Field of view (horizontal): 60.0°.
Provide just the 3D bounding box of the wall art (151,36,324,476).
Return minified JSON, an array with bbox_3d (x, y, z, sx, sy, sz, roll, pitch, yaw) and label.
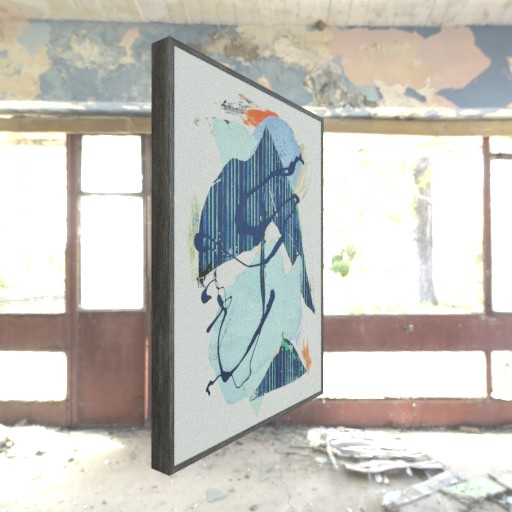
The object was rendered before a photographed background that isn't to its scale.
[{"bbox_3d":[0.000,0.000,1.349,0.063,1.016,0.762,0,0,36],"label":"wall art"}]
